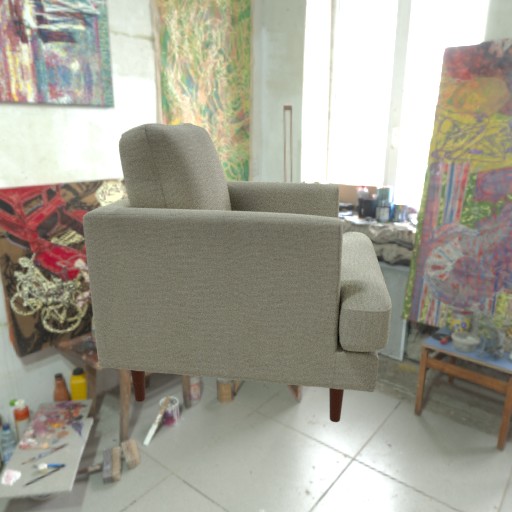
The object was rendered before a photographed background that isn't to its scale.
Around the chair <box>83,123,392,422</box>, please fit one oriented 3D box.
[{"bbox_3d":[0.000,0.000,1.659,0.899,0.957,0.858,3,16,9],"label":"chair"}]
